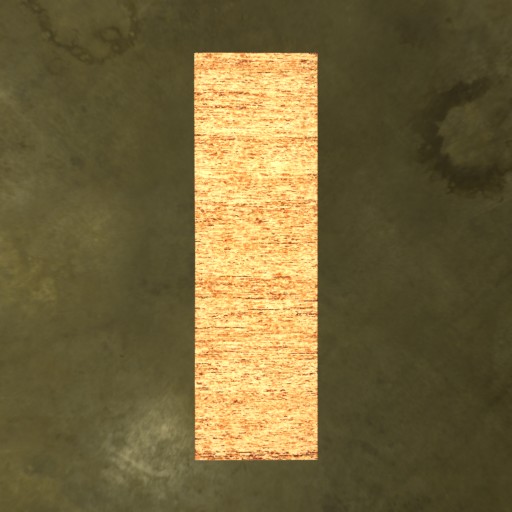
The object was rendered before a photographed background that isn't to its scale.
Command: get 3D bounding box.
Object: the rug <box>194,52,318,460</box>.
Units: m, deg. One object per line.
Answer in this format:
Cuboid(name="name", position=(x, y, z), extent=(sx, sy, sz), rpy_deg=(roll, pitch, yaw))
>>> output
Cuboid(name="rug", position=(0.000, 0.000, 2.438), extent=(0.680, 0.014, 2.237), rpy_deg=(0, 90, 0))
